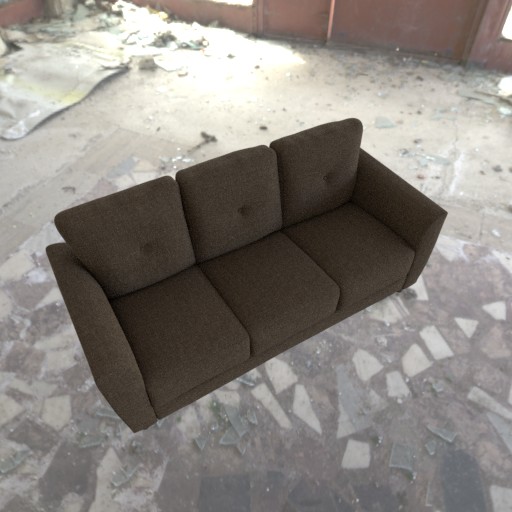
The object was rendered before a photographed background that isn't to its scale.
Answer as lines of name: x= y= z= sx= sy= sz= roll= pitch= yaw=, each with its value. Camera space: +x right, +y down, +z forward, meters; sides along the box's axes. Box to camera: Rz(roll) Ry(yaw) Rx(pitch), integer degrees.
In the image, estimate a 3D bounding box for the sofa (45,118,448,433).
sofa: x=0.000 y=0.000 z=2.308 sx=1.847 sy=0.891 sz=0.837 roll=-23 pitch=50 yaw=-21
